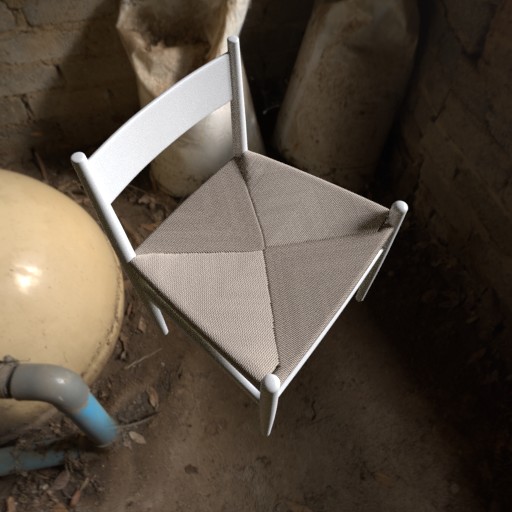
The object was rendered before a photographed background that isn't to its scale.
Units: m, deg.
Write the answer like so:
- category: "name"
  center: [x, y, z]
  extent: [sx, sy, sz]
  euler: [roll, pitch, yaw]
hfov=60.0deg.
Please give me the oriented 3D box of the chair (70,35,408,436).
- category: "chair"
  center: [0.000, 0.000, 1.096]
  extent: [0.495, 0.762, 0.556]
  euler: [33, 64, 18]
